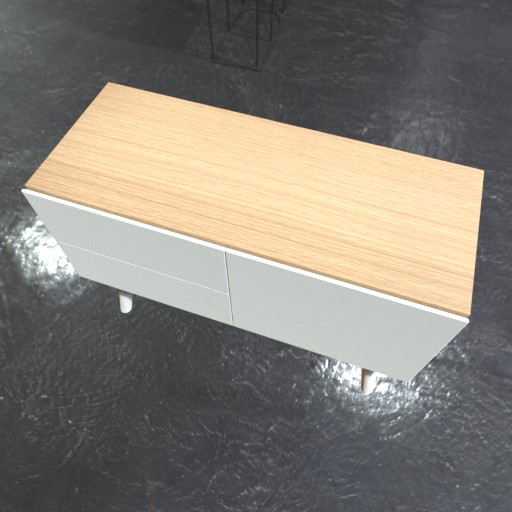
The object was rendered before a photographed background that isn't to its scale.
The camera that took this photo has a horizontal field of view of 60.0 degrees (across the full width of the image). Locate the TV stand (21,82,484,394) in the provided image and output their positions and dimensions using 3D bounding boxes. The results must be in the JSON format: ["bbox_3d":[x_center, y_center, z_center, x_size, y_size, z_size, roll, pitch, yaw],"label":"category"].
[{"bbox_3d":[0.000,0.000,1.302,0.991,0.660,0.407,16,59,10],"label":"TV stand"}]
